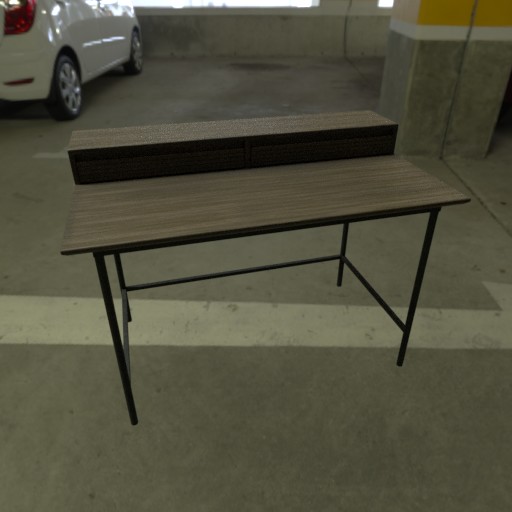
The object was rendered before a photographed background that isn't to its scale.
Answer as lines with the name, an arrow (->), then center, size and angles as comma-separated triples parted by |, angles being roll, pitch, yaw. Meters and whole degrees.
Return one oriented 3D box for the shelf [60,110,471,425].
shelf -> 0.000, 0.000, 1.696 | 1.212, 0.865, 0.685 | -8, 32, -13
